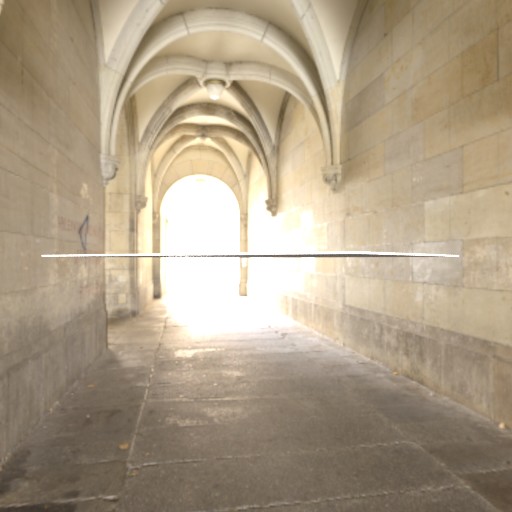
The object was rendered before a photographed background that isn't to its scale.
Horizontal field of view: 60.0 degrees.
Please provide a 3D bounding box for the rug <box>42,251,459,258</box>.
[{"bbox_3d":[0.000,0.000,4.125,3.061,0.014,2.447,0,-1,36],"label":"rug"}]
